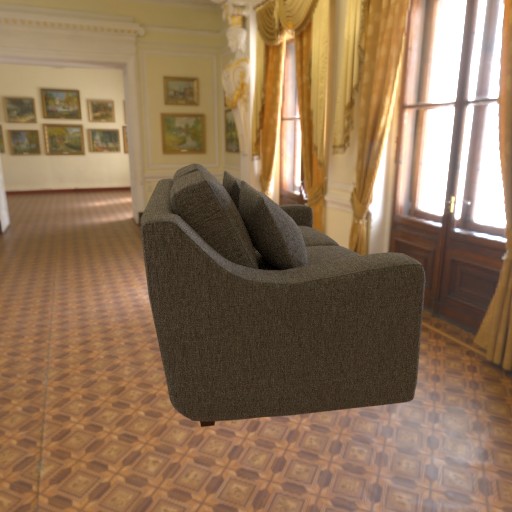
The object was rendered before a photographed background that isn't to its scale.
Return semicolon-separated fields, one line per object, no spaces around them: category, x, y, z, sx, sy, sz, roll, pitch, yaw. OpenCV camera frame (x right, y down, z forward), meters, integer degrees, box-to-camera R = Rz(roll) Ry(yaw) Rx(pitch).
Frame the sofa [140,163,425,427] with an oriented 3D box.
sofa;0.000;0.000;2.511;1.120;0.991;1.778;-2;15;-9
